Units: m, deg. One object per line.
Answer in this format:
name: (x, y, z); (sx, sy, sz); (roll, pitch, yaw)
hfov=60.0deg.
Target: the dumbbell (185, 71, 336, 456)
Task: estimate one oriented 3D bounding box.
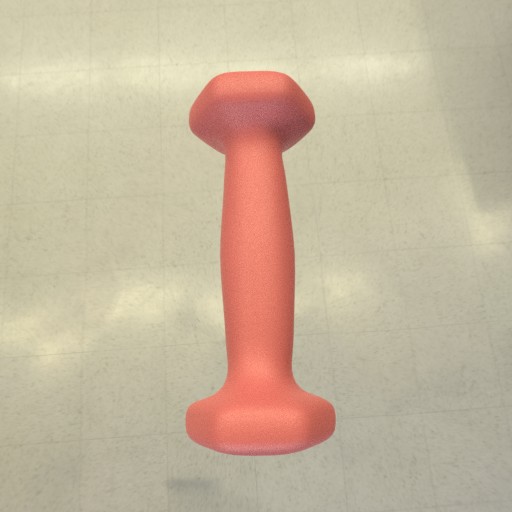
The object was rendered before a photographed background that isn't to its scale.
dumbbell: (0.000, 0.000, 0.151); (0.047, 0.043, 0.123); (-2, 76, 0)
